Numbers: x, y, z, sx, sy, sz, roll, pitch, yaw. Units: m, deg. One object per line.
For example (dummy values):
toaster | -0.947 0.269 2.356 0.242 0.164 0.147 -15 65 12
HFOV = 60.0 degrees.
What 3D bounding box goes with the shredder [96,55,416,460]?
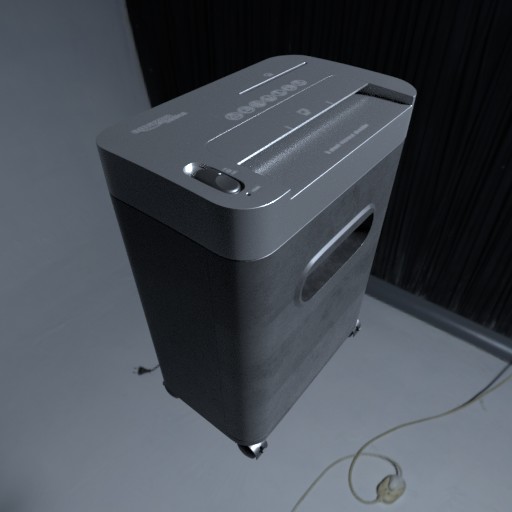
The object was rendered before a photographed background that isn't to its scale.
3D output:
shredder | 0.000 0.000 0.585 0.237 0.419 0.311 28 49 28
